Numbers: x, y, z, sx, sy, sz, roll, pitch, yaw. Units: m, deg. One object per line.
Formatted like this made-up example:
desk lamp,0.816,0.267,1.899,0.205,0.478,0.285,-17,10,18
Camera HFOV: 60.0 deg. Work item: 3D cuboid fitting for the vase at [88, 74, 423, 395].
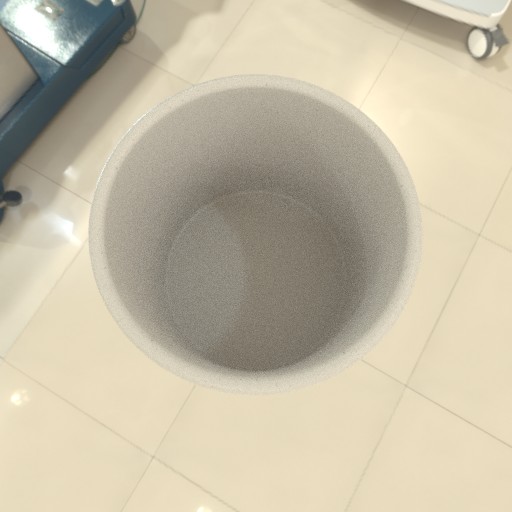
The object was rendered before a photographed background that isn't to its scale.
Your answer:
vase,0.000,0.000,0.241,0.137,0.127,0.137,0,76,0
